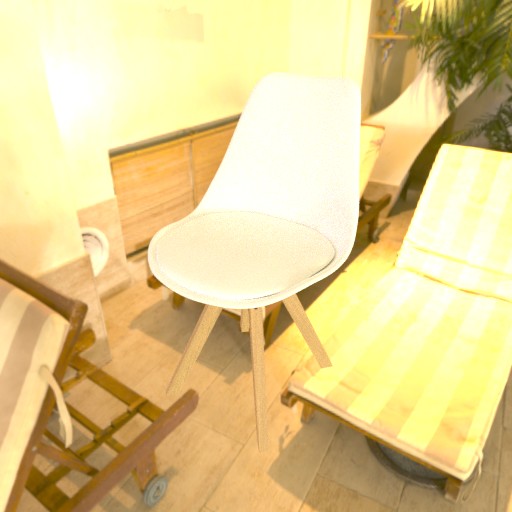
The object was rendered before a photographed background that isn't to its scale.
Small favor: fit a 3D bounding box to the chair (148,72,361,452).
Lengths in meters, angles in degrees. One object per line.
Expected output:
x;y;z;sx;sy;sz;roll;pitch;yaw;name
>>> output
0.000;0.000;1.181;0.485;0.849;0.550;19;34;30;chair
